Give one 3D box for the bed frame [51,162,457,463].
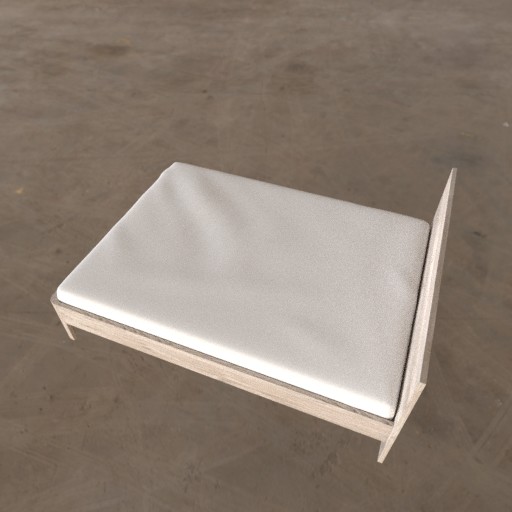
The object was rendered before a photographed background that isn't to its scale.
[{"bbox_3d":[0.000,0.000,2.660,1.950,0.800,1.490,16,48,15],"label":"bed frame"}]
